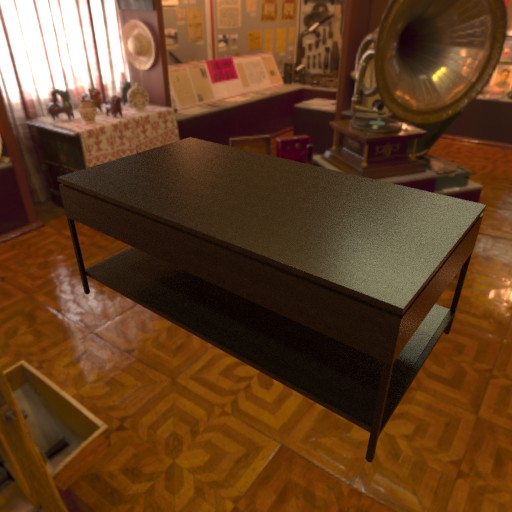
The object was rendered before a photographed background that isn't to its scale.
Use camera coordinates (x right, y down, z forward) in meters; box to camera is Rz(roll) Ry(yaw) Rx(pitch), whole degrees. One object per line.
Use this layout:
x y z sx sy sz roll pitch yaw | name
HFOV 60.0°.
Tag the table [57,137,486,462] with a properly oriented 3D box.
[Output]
0.000 0.000 1.372 1.095 0.435 0.574 21 36 32 | table
